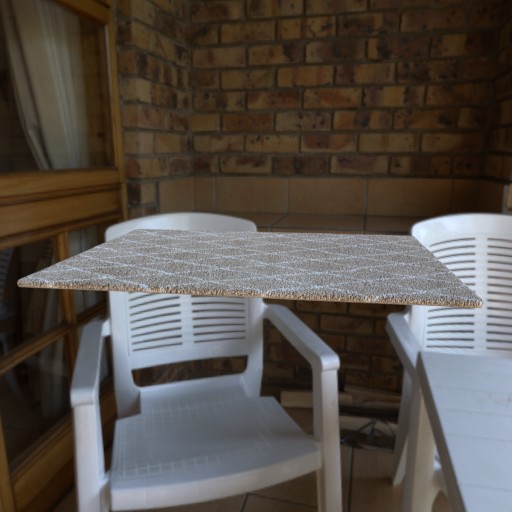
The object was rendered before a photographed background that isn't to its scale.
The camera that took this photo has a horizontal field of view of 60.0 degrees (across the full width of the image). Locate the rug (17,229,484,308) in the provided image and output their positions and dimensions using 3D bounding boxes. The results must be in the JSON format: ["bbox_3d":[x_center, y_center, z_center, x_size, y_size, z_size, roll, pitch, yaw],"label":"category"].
[{"bbox_3d":[0.000,0.000,2.243,1.778,0.030,1.219,2,14,8],"label":"rug"}]
